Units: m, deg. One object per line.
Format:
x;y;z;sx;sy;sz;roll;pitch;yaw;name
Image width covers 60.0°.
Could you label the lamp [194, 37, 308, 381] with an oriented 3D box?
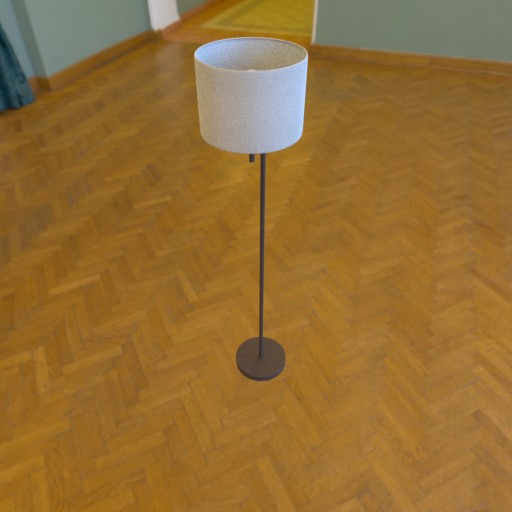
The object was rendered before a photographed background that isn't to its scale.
0.000;0.000;1.815;0.324;1.600;0.416;12;42;14;lamp
